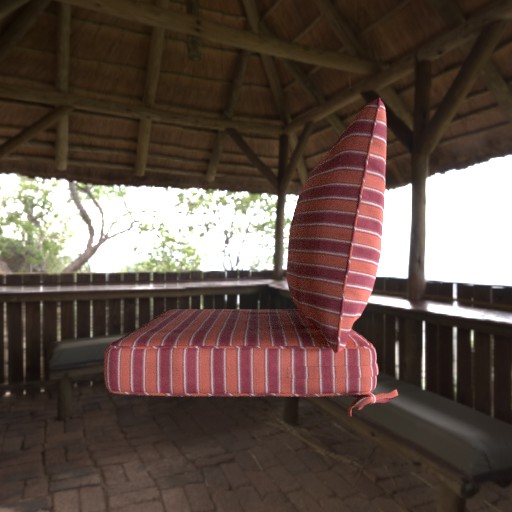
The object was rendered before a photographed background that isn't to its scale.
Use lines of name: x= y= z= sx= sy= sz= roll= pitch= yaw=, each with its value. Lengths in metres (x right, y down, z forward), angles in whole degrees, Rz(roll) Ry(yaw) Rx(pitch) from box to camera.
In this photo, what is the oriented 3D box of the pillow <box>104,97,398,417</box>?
pillow: x=0.000 y=0.000 z=1.379 sx=0.733 sy=0.723 sz=0.799 roll=0 pitch=0 yaw=1
